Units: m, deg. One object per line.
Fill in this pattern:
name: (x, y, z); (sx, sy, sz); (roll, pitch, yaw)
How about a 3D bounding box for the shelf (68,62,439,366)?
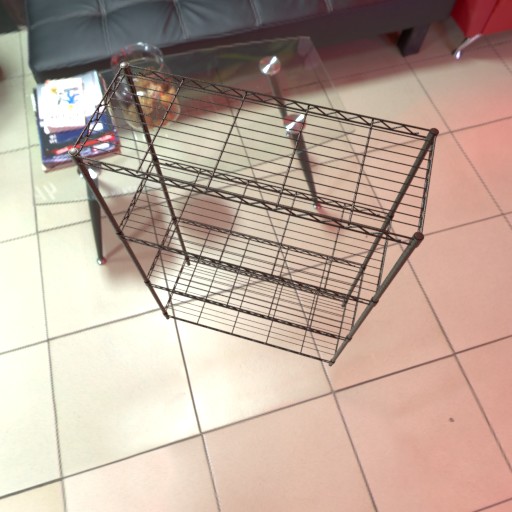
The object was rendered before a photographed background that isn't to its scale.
shelf: (0.000, 0.000, 1.761); (0.907, 1.361, 0.352); (15, 65, 7)
